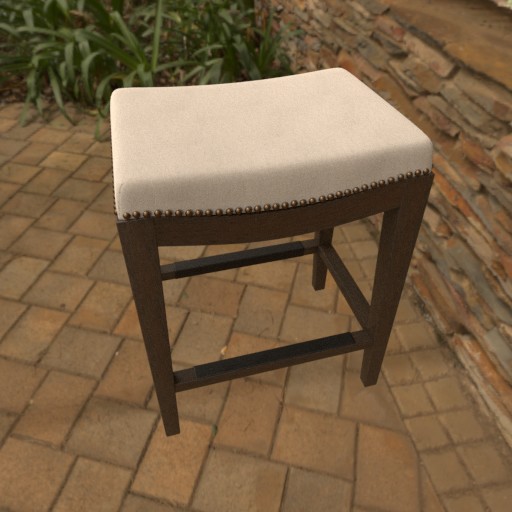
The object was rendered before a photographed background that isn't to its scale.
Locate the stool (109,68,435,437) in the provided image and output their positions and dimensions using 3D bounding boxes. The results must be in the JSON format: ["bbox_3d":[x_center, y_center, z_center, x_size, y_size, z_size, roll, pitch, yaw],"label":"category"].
[{"bbox_3d":[0.000,0.000,0.937,0.500,0.642,0.361,-10,42,-11],"label":"stool"}]
